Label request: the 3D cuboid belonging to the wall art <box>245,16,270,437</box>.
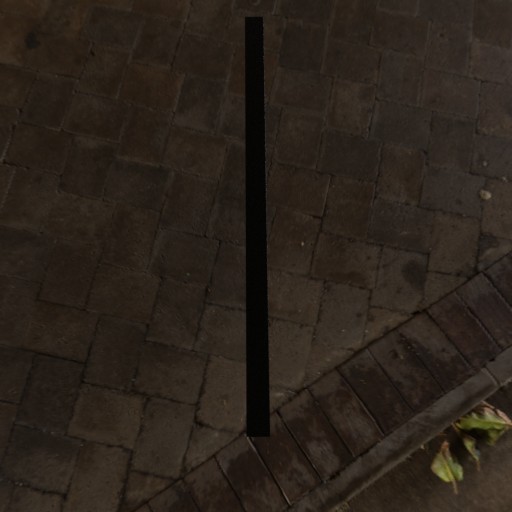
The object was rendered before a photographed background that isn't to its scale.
[{"bbox_3d":[0.000,0.000,1.124,0.036,0.755,0.756,-1,75,0],"label":"wall art"}]
